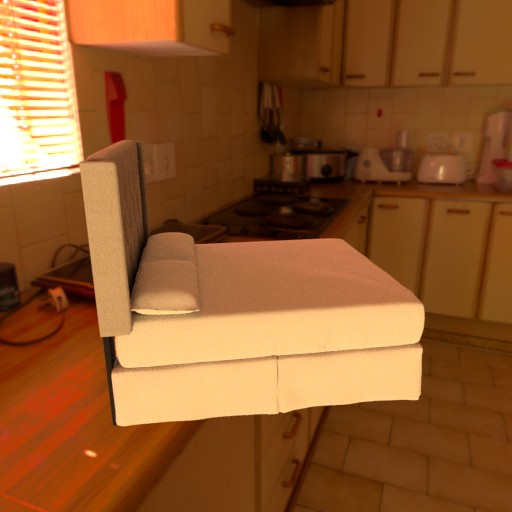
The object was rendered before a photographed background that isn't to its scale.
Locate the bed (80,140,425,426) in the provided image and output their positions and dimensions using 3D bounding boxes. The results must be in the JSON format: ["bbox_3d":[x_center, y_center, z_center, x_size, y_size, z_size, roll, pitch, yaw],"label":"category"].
[{"bbox_3d":[0.000,0.000,3.399,2.066,1.665,1.719,-3,18,-9],"label":"bed"}]
